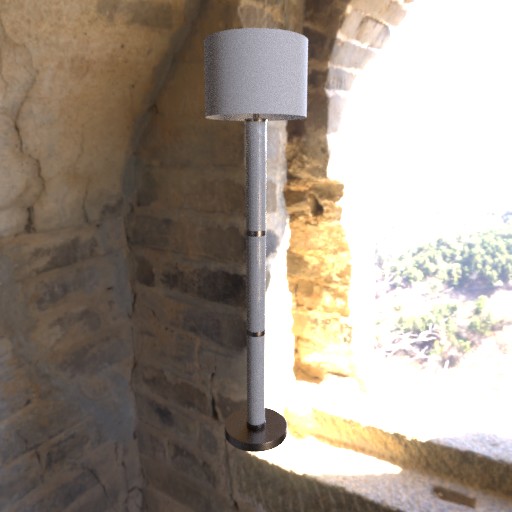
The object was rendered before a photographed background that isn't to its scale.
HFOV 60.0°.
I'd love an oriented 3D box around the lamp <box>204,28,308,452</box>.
[{"bbox_3d":[0.000,0.000,1.782,0.377,1.599,0.377,-3,14,-12],"label":"lamp"}]
